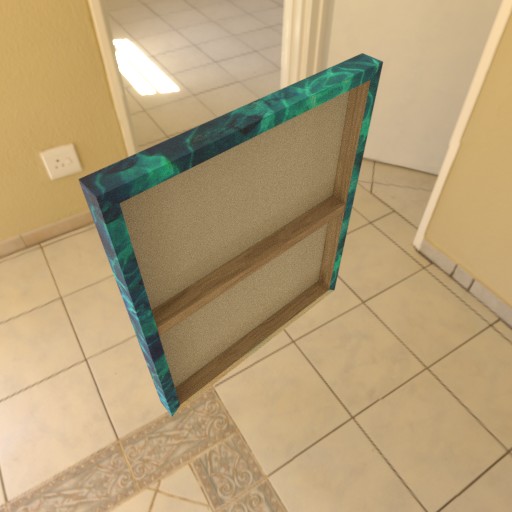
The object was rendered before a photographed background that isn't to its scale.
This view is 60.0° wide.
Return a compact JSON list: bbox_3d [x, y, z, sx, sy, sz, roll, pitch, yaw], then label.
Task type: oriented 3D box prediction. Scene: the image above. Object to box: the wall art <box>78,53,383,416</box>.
[{"bbox_3d":[0.000,0.000,0.708,0.432,0.508,0.038,-33,56,-26],"label":"wall art"}]
